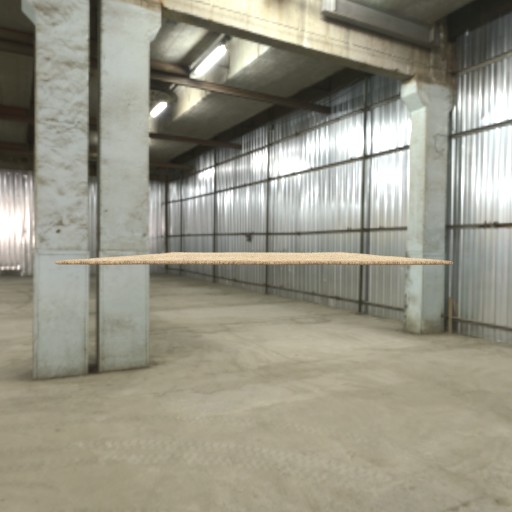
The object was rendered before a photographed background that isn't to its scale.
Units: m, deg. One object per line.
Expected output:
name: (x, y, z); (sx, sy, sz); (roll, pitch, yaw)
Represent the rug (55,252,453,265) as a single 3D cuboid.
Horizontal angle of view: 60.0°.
rug: (0.000, 0.000, 2.254); (1.211, 0.018, 1.822); (0, 1, 1)
